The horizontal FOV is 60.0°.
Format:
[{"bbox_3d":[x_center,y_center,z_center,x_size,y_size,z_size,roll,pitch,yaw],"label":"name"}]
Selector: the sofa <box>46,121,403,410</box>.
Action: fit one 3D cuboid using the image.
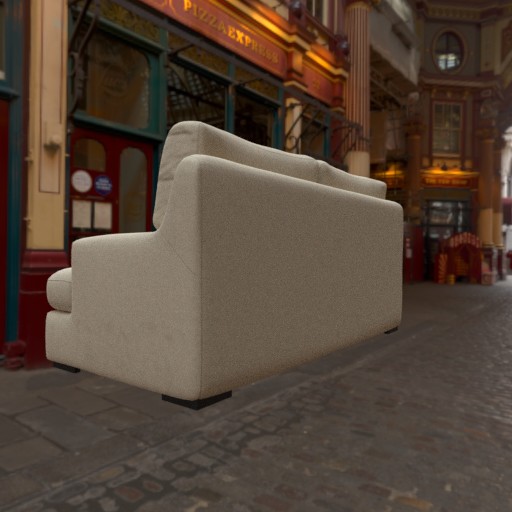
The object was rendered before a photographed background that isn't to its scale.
[{"bbox_3d":[0.000,0.000,2.382,0.962,0.967,1.885,0,1,37],"label":"sofa"}]
